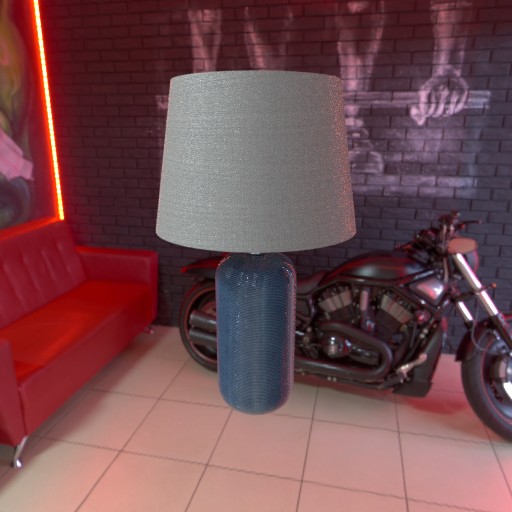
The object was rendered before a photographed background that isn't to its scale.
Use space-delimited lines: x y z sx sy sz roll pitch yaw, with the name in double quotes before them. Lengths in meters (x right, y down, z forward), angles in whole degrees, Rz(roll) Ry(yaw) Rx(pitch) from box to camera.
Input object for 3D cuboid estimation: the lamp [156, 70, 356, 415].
"lamp" 0.000 0.000 0.582 0.253 0.428 0.253 0 16 0
